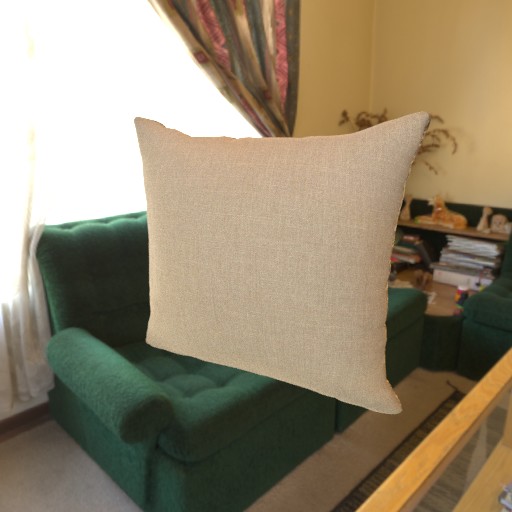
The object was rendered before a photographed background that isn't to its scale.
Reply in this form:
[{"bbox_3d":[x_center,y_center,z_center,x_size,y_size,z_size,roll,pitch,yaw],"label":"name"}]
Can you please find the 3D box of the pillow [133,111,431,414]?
[{"bbox_3d":[0.000,0.000,0.795,0.546,0.487,0.180,8,17,26],"label":"pillow"}]
